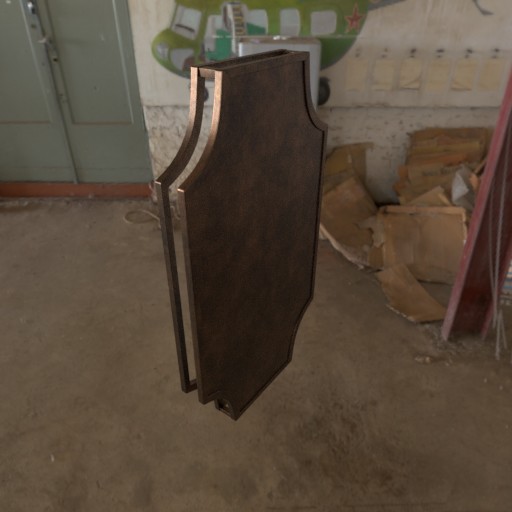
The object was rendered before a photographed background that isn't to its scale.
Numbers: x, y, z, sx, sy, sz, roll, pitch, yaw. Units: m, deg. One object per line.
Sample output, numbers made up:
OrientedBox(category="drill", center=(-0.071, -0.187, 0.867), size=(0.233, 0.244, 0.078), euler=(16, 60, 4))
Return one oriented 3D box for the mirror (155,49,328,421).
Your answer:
OrientedBox(category="mirror", center=(0.000, 0.000, 0.985), size=(0.066, 0.811, 0.462), euler=(21, 38, 30))
